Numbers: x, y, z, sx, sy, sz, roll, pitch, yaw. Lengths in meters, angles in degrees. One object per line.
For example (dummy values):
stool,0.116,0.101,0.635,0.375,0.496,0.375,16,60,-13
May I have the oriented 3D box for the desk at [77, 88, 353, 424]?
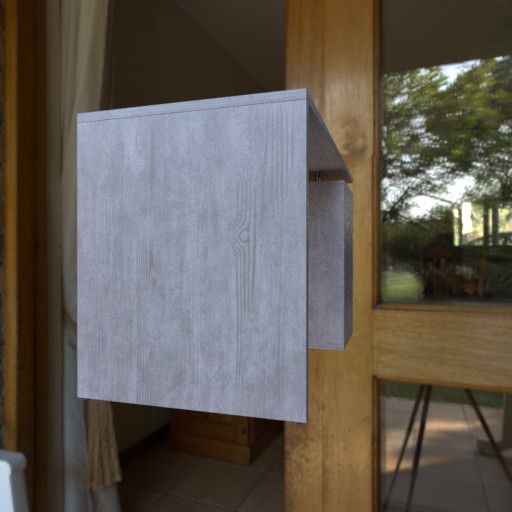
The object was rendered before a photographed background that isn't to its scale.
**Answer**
desk,0.000,0.000,1.633,0.600,0.740,1.200,0,0,17
